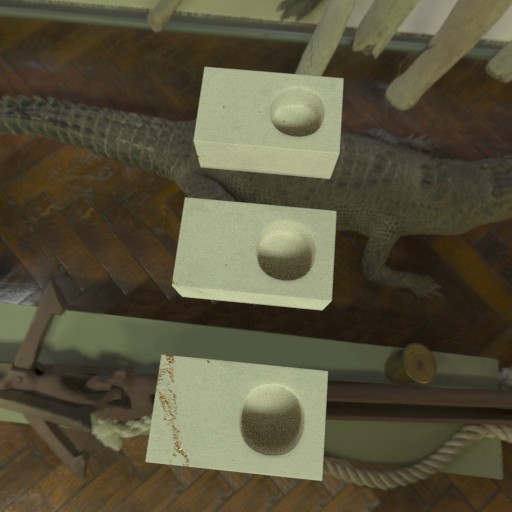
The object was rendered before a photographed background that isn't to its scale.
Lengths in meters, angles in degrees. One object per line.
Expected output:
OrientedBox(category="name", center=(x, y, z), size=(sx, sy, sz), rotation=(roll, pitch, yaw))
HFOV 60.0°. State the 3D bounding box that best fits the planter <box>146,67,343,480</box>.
OrientedBox(category="planter", center=(0.000, 0.000, 0.383), size=(0.127, 0.051, 0.333), rotation=(5, 75, 1))
